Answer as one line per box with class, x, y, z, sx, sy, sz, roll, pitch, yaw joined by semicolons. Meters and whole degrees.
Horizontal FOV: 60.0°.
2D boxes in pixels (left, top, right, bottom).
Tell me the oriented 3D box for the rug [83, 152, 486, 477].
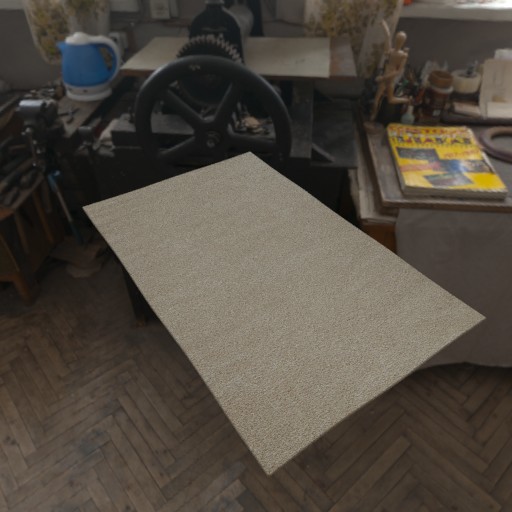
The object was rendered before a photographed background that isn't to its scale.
rug;0.000;0.000;2.883;1.500;0.025;2.346;-25;47;-25
